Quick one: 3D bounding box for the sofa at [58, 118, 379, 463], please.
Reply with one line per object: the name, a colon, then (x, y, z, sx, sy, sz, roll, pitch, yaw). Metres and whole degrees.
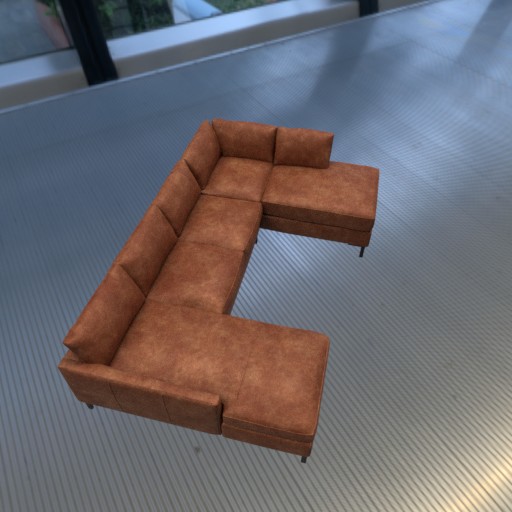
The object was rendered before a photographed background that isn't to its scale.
sofa: (0.000, 0.000, 3.827, 1.939, 0.900, 2.956, 10, 47, 10)
